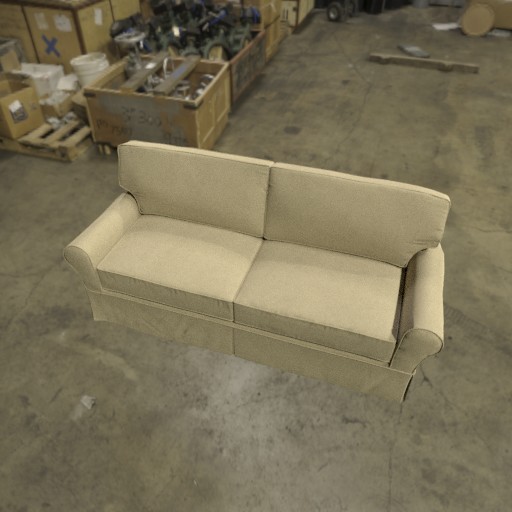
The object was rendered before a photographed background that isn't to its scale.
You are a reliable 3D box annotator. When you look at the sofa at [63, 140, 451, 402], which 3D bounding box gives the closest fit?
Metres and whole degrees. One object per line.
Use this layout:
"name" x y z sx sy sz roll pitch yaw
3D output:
"sofa" 0.000 0.000 2.799 2.246 1.014 0.900 12 43 14
